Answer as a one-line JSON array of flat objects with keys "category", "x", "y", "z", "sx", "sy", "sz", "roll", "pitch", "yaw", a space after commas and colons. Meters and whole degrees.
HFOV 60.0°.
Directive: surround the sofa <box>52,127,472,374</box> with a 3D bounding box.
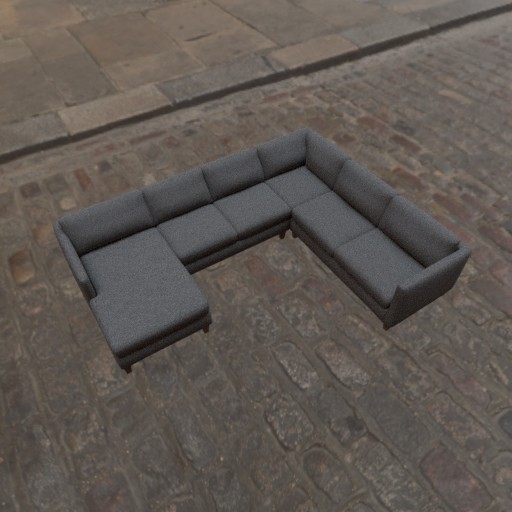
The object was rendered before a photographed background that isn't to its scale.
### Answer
[{"category": "sofa", "x": 0.000, "y": 0.000, "z": 4.446, "sx": 3.238, "sy": 0.853, "sz": 2.551, "roll": -25, "pitch": 52, "yaw": -21}]
